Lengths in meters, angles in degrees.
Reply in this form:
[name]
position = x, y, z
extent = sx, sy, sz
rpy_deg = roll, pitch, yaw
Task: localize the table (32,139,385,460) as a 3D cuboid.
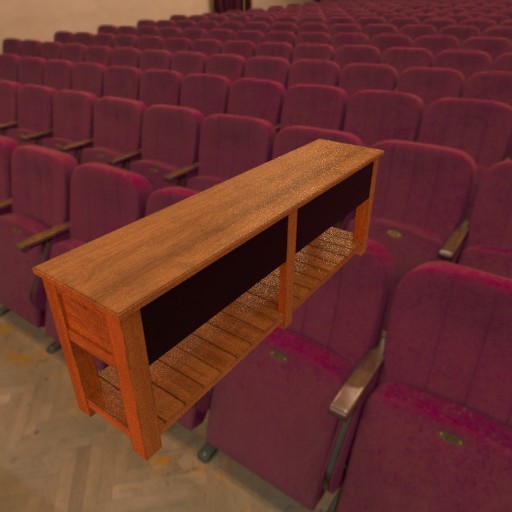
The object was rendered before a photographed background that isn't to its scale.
[table]
position = 0.000, 0.000, 2.061
extent = 0.425, 0.635, 1.815
rpy_deg = 20, 35, 31
